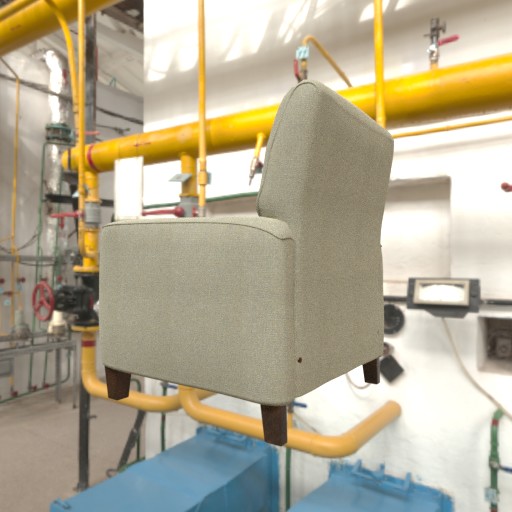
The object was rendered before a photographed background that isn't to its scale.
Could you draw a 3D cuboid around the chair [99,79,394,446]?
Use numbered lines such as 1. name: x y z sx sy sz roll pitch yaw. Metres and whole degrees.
1. chair: 0.000 0.000 1.657 0.853 1.006 0.850 0 -1 35
